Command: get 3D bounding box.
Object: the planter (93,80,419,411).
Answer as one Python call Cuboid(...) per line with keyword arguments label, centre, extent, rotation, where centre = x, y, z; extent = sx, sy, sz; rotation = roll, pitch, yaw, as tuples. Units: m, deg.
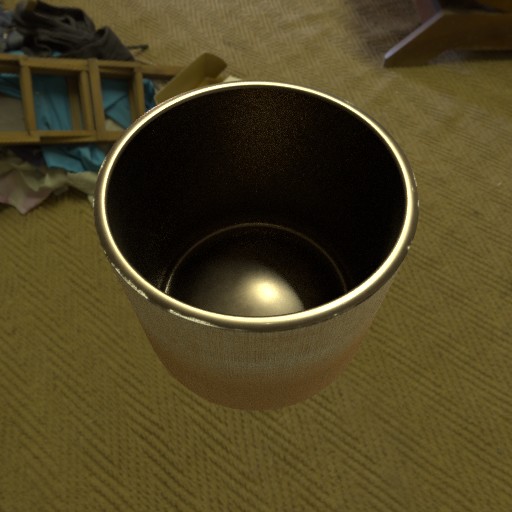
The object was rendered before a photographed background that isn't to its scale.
Cuboid(label="planter", centre=(0.000, 0.000, 0.435), extent=(0.254, 0.221, 0.254), rotation=(0, 58, 0))
